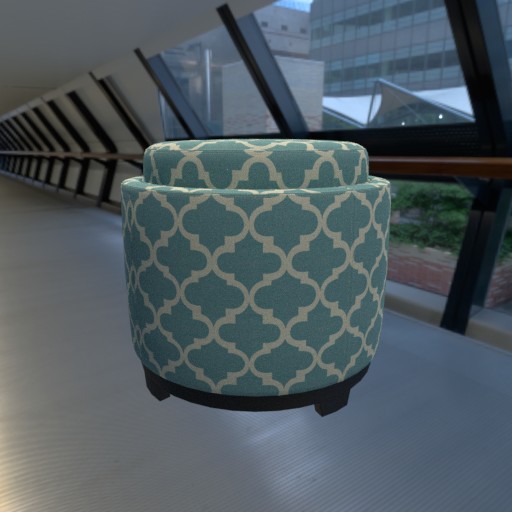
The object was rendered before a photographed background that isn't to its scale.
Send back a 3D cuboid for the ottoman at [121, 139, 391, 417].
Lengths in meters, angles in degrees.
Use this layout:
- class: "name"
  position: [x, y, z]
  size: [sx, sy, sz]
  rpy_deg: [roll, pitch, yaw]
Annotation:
- class: "ottoman"
  position: [0.000, 0.000, 0.842]
  size: [0.480, 0.429, 0.480]
  rpy_deg: [0, 14, 0]
